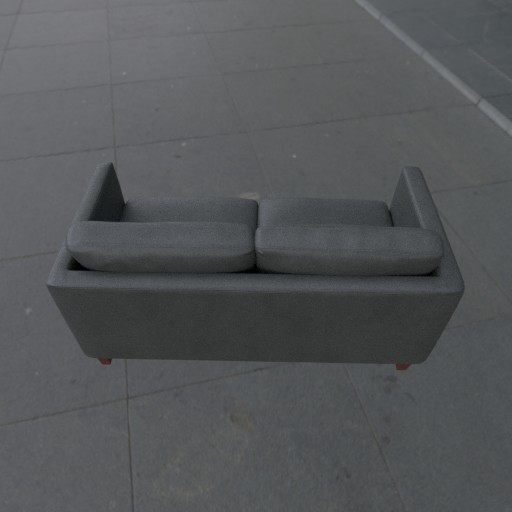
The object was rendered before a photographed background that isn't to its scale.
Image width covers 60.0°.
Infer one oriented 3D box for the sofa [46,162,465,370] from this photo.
[{"bbox_3d":[0.000,0.000,2.470,1.883,0.933,0.951,1,48,1],"label":"sofa"}]
